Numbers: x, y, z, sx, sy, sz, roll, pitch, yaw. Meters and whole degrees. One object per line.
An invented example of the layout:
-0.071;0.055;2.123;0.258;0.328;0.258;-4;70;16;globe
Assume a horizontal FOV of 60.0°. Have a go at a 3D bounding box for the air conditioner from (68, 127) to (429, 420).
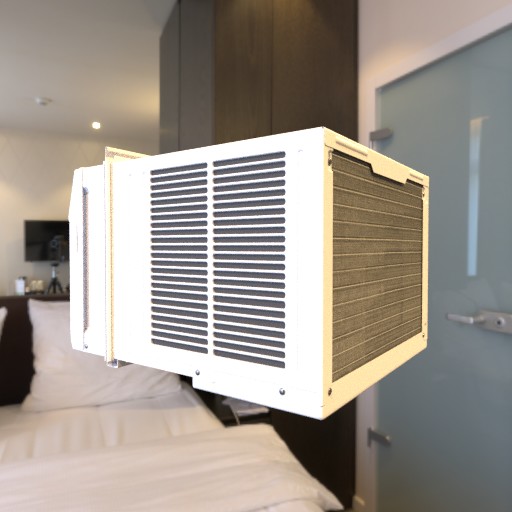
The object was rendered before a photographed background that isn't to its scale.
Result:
0.000;0.000;0.889;0.546;0.388;0.503;1;2;35;air conditioner
